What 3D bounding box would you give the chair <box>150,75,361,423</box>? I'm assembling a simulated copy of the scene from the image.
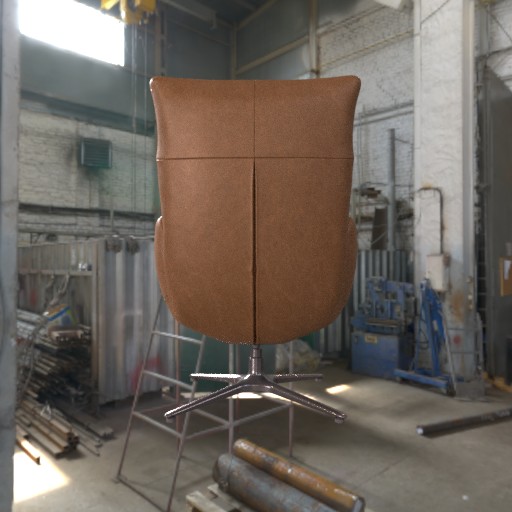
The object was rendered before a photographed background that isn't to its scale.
[{"bbox_3d":[0.000,0.000,1.590,0.711,1.027,0.794,0,-1,1],"label":"chair"}]
